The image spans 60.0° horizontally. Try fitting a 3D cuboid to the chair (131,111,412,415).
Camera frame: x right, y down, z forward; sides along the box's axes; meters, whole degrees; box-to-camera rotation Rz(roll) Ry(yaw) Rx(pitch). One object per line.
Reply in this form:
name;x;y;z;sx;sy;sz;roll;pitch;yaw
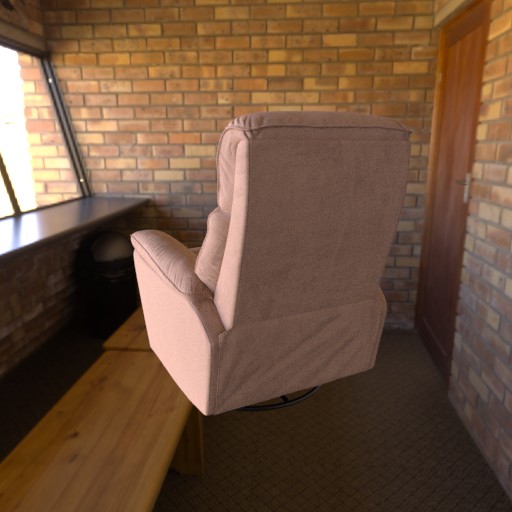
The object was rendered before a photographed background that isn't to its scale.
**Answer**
chair;0.000;0.000;1.753;0.820;1.037;1.004;-7;15;-26
